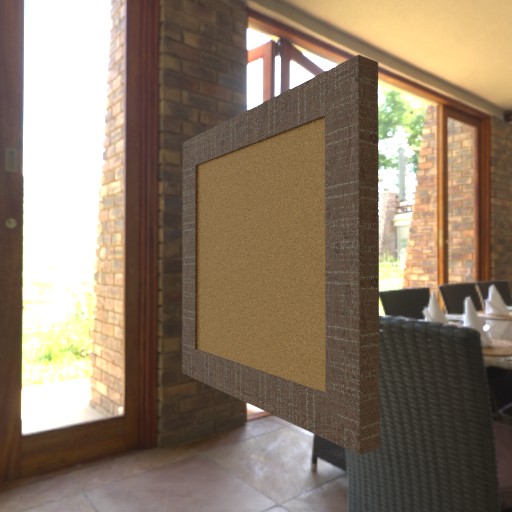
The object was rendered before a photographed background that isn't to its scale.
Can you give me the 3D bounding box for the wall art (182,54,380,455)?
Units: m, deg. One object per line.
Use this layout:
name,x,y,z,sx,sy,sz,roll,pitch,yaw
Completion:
wall art,0.000,0.000,0.815,0.040,0.531,0.531,1,-1,-35
